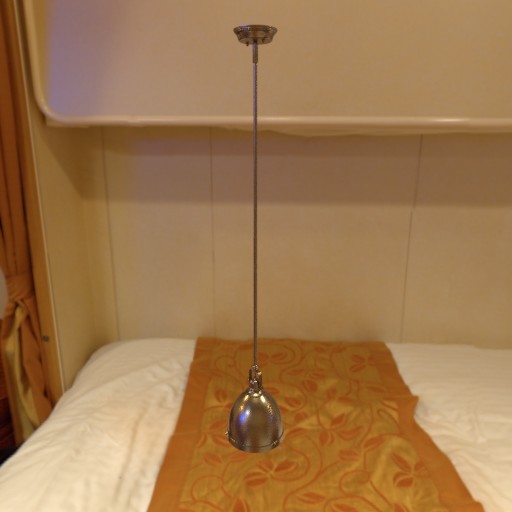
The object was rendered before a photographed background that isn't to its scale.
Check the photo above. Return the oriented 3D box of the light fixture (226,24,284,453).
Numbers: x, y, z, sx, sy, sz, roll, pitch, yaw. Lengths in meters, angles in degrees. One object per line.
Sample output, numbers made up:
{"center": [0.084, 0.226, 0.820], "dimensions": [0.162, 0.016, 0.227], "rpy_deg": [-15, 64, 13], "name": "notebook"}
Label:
{"center": [0.000, 0.000, 1.471], "dimensions": [0.211, 1.367, 0.217], "rpy_deg": [-14, 20, -42], "name": "light fixture"}
